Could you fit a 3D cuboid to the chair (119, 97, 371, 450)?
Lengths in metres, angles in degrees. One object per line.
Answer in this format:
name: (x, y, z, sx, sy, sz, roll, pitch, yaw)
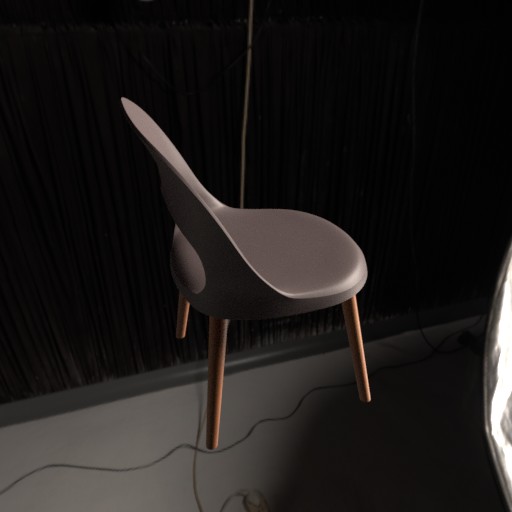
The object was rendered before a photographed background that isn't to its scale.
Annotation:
chair: (0.000, 0.000, 1.138, 0.556, 0.794, 0.470, -10, 32, -16)
